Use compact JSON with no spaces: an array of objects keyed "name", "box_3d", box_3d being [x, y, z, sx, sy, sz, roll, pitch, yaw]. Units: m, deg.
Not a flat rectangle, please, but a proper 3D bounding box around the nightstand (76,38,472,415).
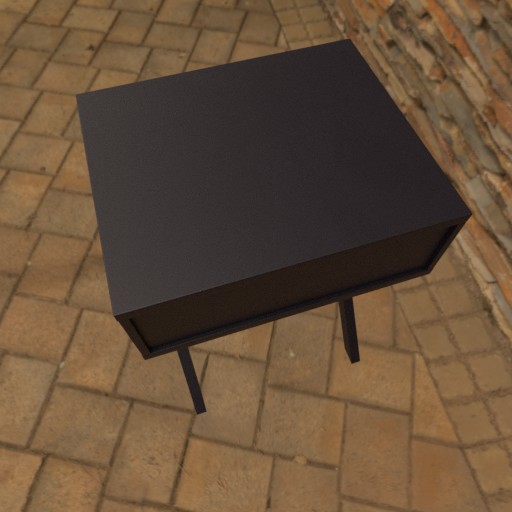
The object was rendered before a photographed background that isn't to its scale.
[{"name":"nightstand","box_3d":[0.000,0.000,0.919,0.479,0.623,0.402,-16,61,-9]}]
